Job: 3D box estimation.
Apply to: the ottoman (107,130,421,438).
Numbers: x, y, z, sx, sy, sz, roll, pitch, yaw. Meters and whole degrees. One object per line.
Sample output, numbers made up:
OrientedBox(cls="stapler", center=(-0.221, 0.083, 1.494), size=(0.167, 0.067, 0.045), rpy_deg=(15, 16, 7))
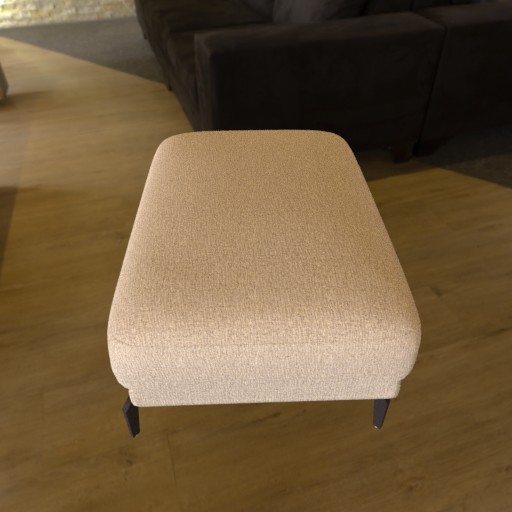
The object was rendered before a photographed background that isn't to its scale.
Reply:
OrientedBox(cls="ottoman", center=(0.000, 0.000, 1.089), size=(0.568, 0.420, 0.772), rpy_deg=(-1, 41, -2))
